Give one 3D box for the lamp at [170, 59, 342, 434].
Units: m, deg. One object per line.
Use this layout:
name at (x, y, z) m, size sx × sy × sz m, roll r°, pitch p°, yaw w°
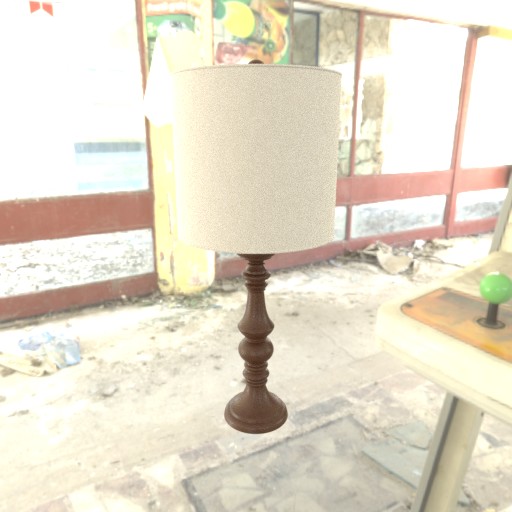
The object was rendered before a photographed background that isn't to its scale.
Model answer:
lamp at (0.000, 0.000, 0.729) m, size 0.250 × 0.597 × 0.250 m, roll -2°, pitch 16°, yaw -9°
